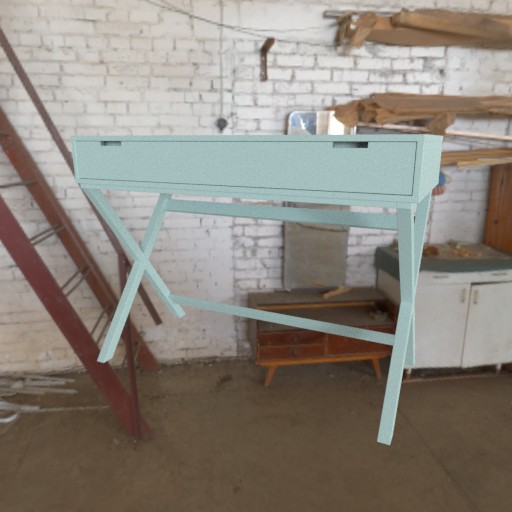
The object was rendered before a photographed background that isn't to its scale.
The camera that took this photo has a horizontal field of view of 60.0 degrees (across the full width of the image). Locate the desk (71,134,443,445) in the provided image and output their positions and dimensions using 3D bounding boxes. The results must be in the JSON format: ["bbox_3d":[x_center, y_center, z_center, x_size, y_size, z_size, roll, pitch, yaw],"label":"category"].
[{"bbox_3d":[0.000,0.000,1.492,1.059,0.780,0.509,7,16,26],"label":"desk"}]
